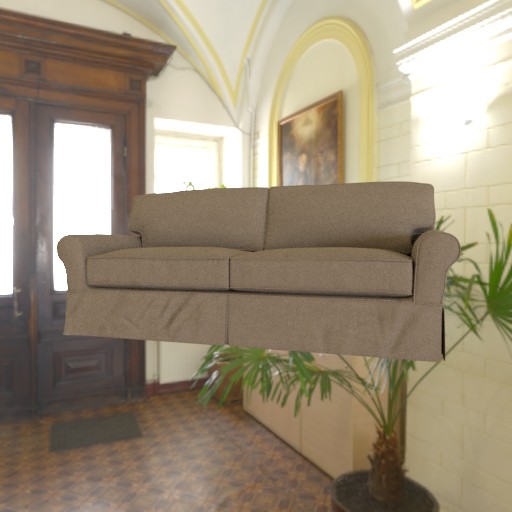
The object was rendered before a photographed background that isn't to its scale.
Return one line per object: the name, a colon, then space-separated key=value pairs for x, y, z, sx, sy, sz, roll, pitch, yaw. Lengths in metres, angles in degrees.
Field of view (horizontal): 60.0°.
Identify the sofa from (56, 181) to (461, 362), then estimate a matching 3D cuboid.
sofa: x=0.000 y=0.000 z=2.765 sx=2.248 sy=0.943 sz=0.991 roll=0 pitch=1 yaw=18
